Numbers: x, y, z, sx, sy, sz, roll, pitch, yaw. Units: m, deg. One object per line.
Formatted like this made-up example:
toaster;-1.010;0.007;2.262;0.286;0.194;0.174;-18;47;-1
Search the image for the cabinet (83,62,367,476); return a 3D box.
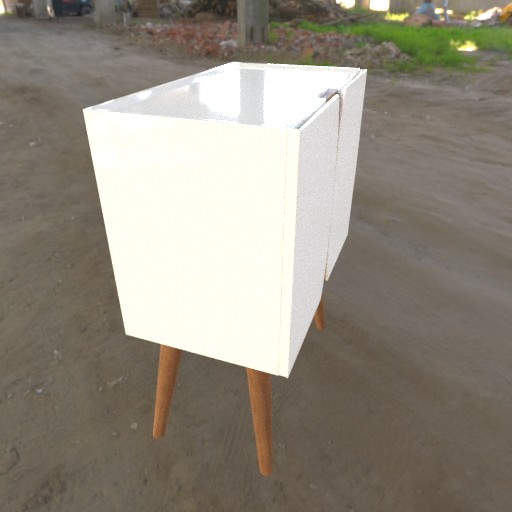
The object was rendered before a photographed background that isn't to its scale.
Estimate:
cabinet;0.000;0.000;1.055;0.344;0.772;0.591;11;32;17
